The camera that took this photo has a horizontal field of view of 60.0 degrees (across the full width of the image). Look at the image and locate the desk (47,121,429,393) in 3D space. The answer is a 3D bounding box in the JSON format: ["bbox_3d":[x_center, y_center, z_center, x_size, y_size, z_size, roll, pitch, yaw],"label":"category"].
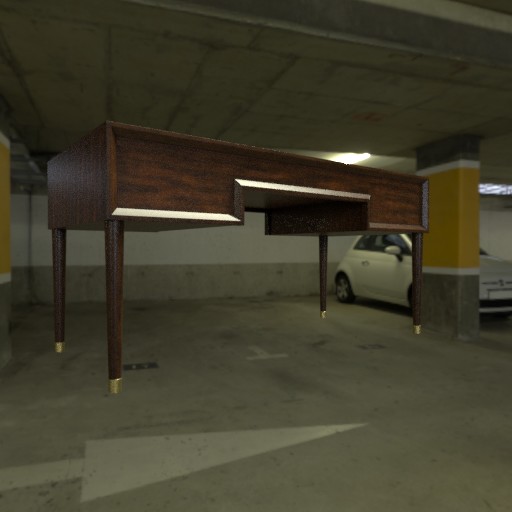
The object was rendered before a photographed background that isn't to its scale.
[{"bbox_3d":[0.000,0.000,1.983,1.575,0.762,0.724,-1,1,-37],"label":"desk"}]
